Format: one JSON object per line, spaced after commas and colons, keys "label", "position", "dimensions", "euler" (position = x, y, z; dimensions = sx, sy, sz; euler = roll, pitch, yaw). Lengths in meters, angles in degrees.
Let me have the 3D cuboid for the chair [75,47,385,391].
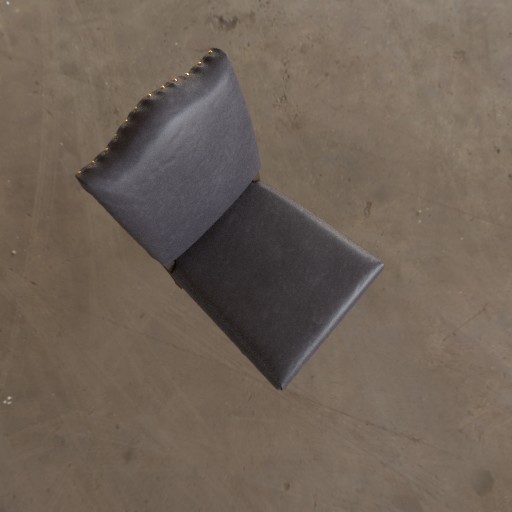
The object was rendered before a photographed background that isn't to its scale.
{"label": "chair", "position": [0.000, 0.000, 1.334], "dimensions": [0.633, 0.991, 0.500], "euler": [40, 78, 10]}
